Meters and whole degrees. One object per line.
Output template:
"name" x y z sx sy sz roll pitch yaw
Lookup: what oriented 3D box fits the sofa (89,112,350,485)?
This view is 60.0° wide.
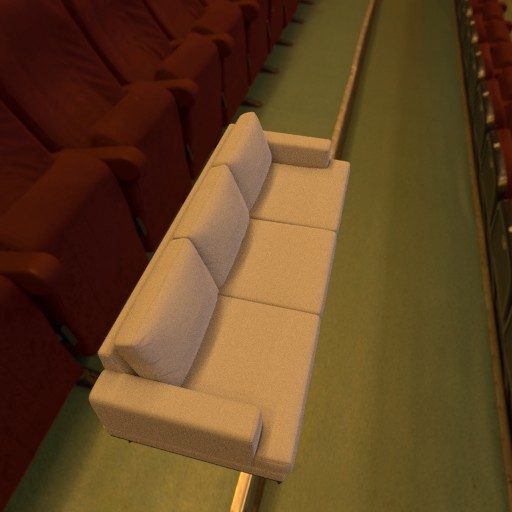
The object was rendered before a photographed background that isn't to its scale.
"sofa" 0.000 0.000 2.700 0.920 0.810 2.310 11 47 10
